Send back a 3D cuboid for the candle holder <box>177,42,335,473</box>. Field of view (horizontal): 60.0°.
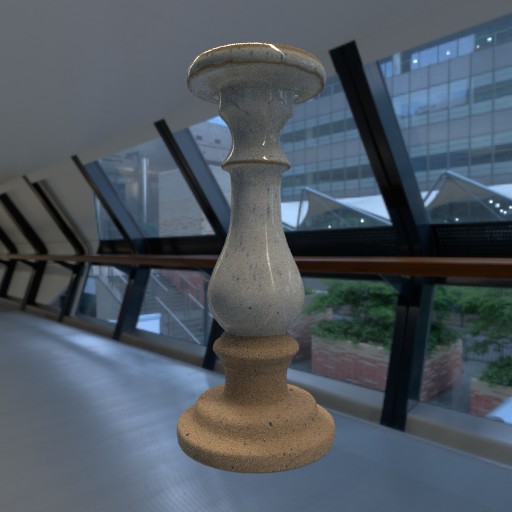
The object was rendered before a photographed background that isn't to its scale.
[{"bbox_3d":[0.000,0.000,0.246,0.088,0.203,0.088,0,2,0],"label":"candle holder"}]
